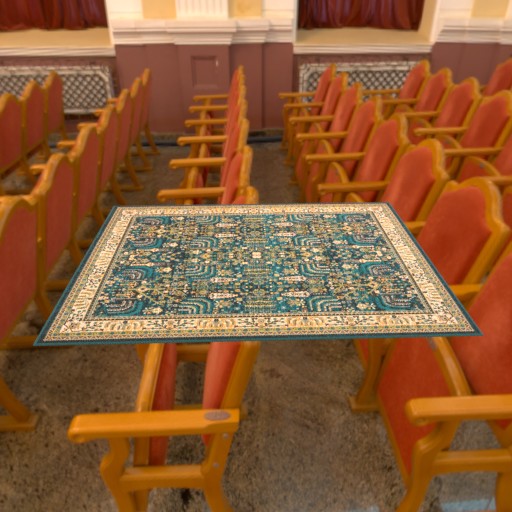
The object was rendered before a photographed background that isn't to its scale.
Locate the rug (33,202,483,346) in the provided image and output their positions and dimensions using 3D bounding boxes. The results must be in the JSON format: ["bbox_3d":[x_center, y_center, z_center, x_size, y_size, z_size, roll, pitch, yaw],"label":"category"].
[{"bbox_3d":[0.000,0.000,3.942,3.044,0.015,2.226,-1,31,-2],"label":"rug"}]
